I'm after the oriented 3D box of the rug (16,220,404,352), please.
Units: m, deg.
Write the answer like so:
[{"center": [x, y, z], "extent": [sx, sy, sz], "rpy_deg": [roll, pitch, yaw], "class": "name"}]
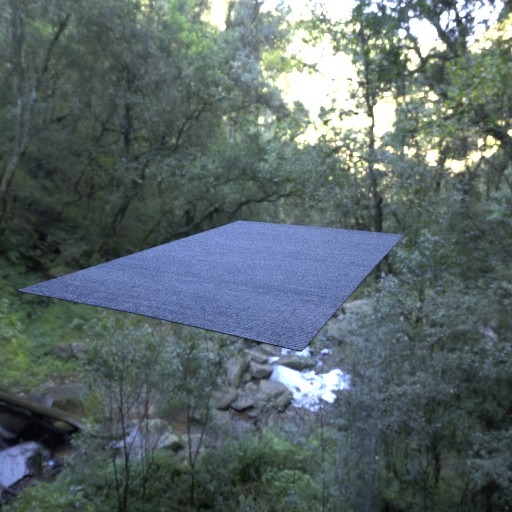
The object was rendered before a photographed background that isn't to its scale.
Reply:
[{"center": [0.000, 0.000, 2.162], "extent": [1.135, 0.010, 1.740], "rpy_deg": [7, 16, 26], "class": "rug"}]
